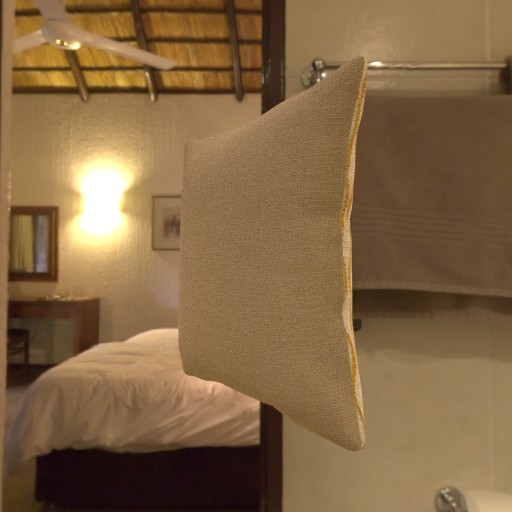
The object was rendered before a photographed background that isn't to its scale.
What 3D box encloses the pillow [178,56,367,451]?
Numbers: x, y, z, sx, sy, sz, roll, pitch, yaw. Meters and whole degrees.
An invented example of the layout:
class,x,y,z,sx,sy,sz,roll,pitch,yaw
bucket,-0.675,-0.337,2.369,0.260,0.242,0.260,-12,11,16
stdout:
class,x,y,z,sx,sy,sz,roll,pitch,yaw
pillow,0.000,0.000,0.656,0.159,0.436,0.429,1,-2,-36
